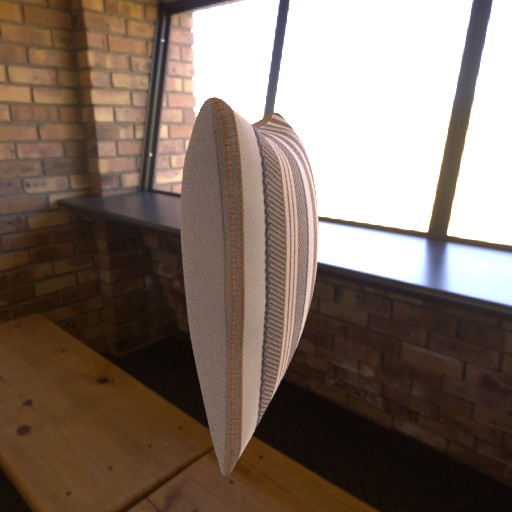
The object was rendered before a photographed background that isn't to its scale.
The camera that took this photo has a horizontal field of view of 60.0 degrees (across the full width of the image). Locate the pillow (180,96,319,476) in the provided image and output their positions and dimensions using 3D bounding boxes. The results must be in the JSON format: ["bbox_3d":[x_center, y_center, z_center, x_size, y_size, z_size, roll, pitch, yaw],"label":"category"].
[{"bbox_3d":[0.000,0.000,0.626,0.173,0.401,0.416,3,17,10],"label":"pillow"}]
